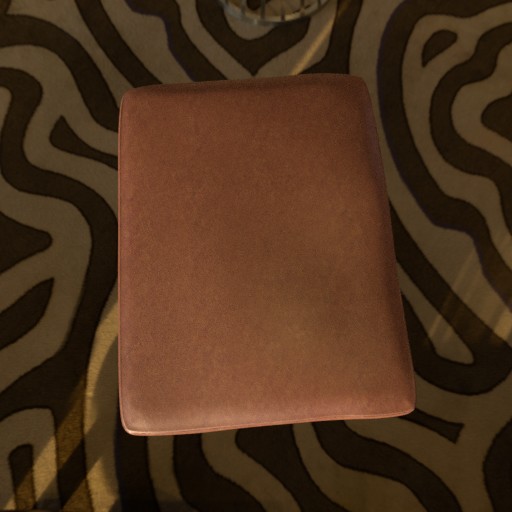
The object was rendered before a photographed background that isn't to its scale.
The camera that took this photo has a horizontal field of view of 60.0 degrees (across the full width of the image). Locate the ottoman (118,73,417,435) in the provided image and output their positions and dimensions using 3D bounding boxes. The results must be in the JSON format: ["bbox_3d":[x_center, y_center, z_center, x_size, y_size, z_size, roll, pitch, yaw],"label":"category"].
[{"bbox_3d":[0.000,0.000,1.221,0.650,0.485,0.851,-4,76,-1],"label":"ottoman"}]
